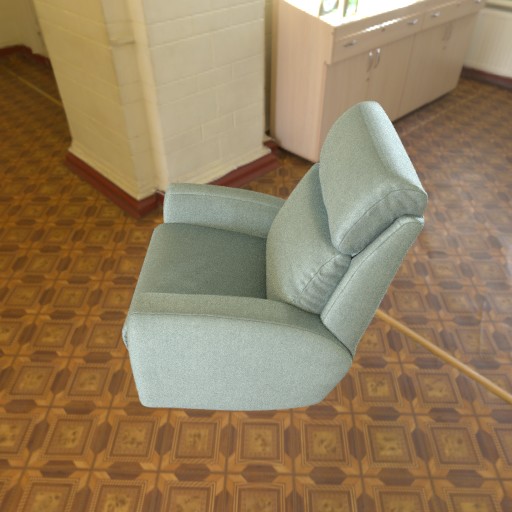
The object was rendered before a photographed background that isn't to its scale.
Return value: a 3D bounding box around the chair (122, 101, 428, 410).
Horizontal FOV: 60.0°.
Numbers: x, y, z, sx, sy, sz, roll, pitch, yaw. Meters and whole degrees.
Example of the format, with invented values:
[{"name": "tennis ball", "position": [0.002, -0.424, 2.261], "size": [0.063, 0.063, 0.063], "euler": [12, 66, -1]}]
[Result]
[{"name": "chair", "position": [0.000, 0.000, 1.673], "size": [0.940, 1.013, 0.812], "euler": [1, 41, 1]}]
